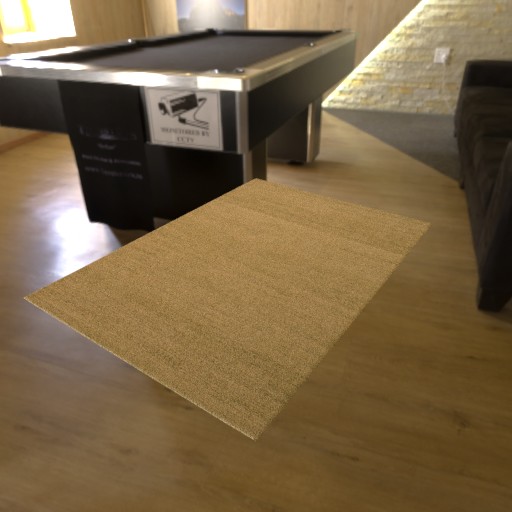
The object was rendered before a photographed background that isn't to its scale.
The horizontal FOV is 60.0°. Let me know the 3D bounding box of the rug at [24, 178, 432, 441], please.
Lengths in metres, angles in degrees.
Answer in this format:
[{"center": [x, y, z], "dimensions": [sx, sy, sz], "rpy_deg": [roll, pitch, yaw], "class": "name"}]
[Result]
[{"center": [0.000, 0.000, 5.016], "dimensions": [2.782, 0.025, 3.935], "rpy_deg": [20, 36, 30], "class": "rug"}]
